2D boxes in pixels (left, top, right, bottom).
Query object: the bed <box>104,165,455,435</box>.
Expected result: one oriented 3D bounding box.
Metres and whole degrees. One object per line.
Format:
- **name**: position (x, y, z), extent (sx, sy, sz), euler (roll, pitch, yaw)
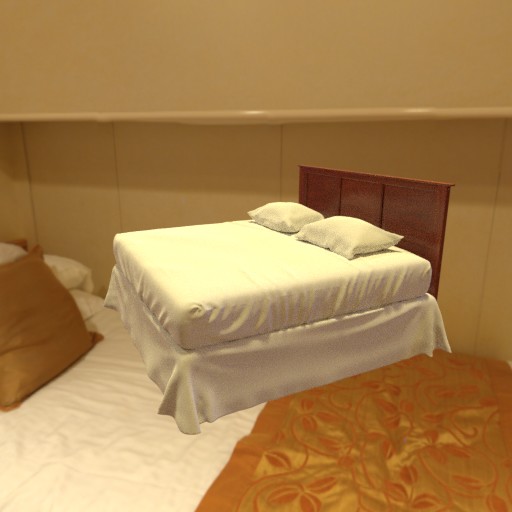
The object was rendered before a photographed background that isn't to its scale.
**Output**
- **bed**: position (0.000, 0.000, 3.677), extent (2.219, 1.271, 2.314), euler (-8, 18, -26)
